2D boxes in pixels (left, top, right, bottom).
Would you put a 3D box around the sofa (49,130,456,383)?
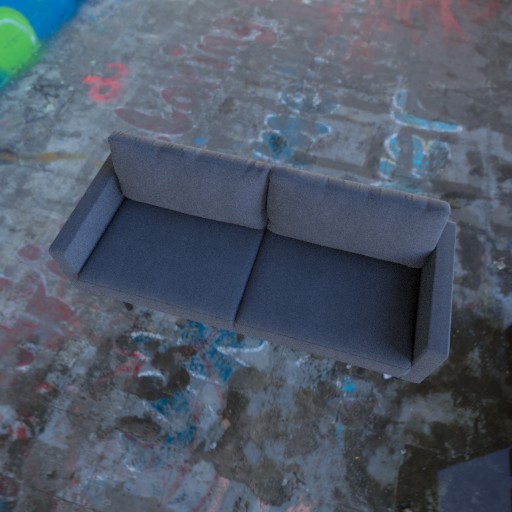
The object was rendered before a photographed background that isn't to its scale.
[{"bbox_3d":[0.000,0.000,2.576,2.100,0.880,0.880,14,59,9],"label":"sofa"}]
